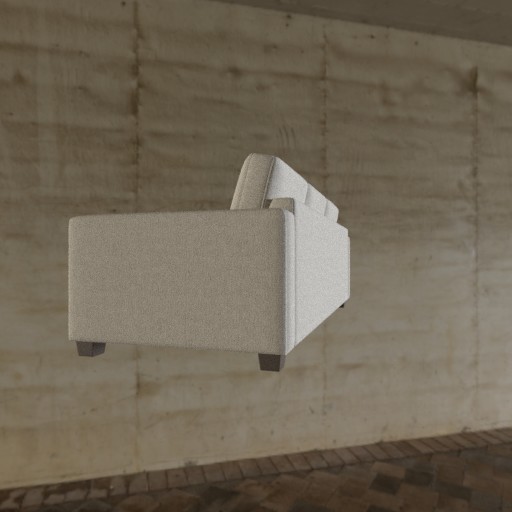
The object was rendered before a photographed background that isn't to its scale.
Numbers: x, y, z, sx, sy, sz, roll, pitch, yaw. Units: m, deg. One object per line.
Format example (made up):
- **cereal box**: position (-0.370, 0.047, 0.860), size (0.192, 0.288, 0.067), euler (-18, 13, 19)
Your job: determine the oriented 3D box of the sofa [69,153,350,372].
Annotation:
- **sofa**: position (0.000, 0.000, 2.636), size (0.900, 0.800, 2.160), euler (0, 0, 17)
